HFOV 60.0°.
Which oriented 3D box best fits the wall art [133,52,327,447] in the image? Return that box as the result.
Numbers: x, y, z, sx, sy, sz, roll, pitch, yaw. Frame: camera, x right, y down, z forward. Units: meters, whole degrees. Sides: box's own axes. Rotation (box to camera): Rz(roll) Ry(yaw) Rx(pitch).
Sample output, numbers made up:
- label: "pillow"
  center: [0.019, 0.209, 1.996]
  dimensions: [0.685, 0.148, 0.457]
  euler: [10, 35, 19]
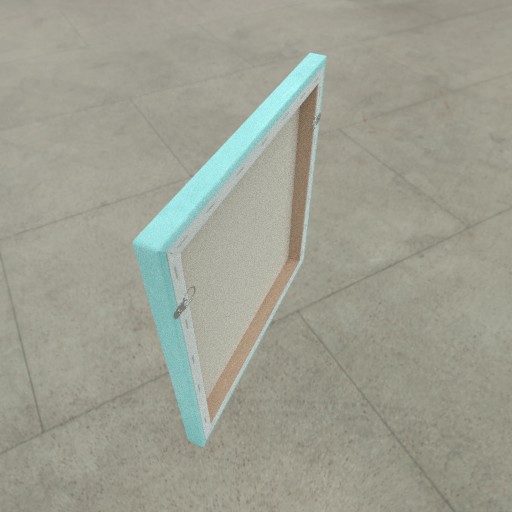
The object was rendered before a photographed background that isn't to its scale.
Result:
- label: "wall art"
  center: [0.000, 0.000, 1.167]
  dimensions: [0.054, 0.766, 0.765]
  euler: [19, 49, 17]
